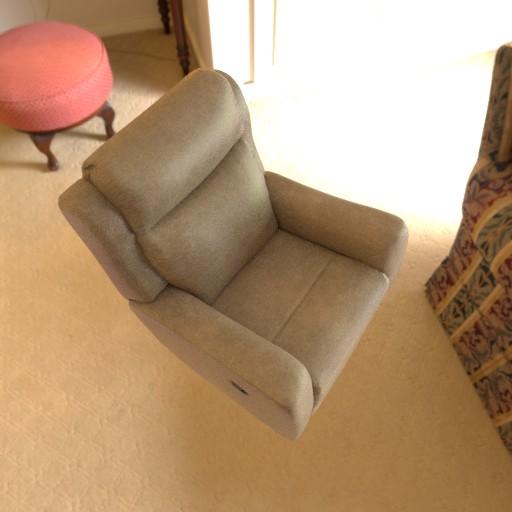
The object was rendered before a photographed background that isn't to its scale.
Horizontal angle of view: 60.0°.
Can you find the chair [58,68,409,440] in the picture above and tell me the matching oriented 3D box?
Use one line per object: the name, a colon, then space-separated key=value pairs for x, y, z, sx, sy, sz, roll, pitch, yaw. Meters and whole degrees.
chair: x=0.000 y=0.000 z=1.883 sx=1.068 sy=1.116 sz=0.965 roll=31 pitch=63 yaw=18
